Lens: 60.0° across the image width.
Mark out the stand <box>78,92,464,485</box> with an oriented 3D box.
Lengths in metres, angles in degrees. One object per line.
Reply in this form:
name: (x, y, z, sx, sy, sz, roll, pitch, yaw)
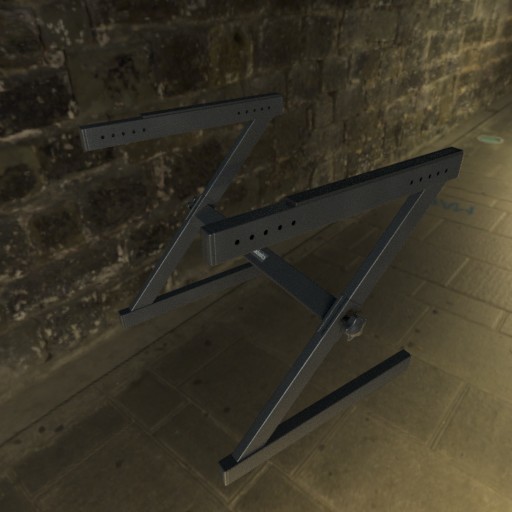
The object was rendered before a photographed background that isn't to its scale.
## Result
stand: (0.000, 0.000, 1.121, 0.586, 0.617, 0.700, -20, 38, -29)
